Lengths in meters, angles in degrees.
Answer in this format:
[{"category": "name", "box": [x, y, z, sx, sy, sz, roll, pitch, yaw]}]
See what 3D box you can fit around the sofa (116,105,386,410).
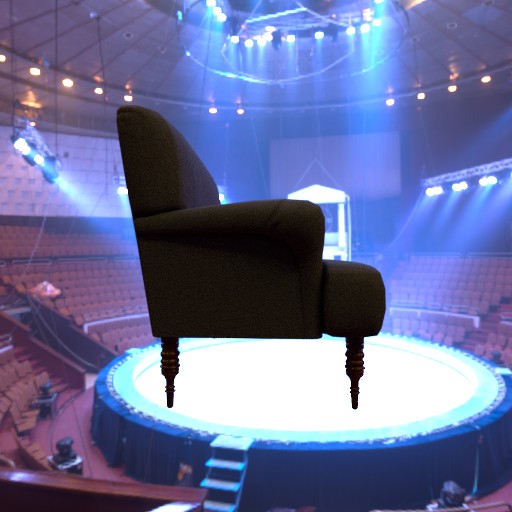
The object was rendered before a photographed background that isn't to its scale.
[{"category": "sofa", "box": [0.000, 0.000, 1.832, 0.779, 0.889, 1.297, 0, 0, 2]}]
